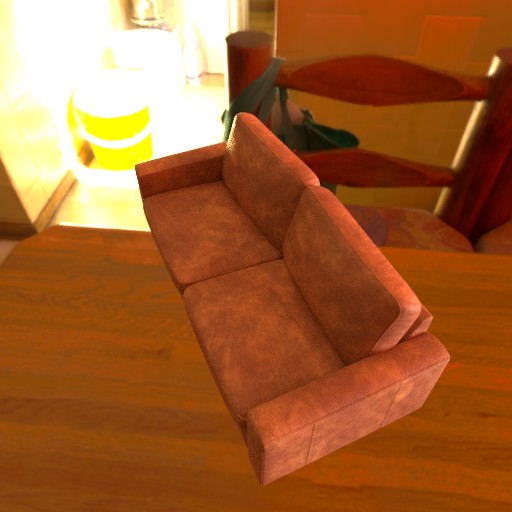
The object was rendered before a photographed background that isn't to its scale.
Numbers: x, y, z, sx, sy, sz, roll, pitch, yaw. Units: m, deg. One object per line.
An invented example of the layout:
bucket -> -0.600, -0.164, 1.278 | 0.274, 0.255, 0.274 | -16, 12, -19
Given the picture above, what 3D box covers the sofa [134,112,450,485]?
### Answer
sofa -> 0.000, 0.000, 2.692 | 1.016, 0.873, 2.179 | -18, 49, -17
